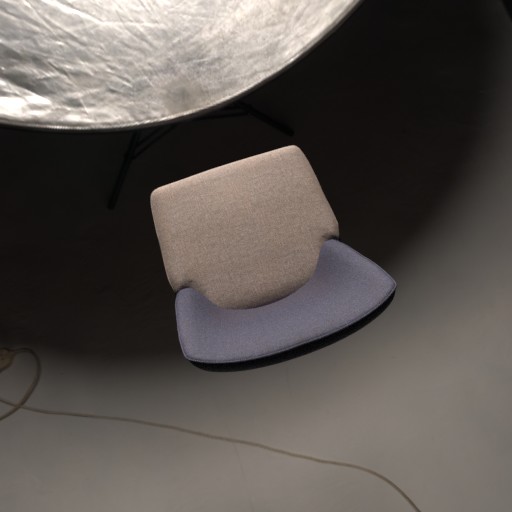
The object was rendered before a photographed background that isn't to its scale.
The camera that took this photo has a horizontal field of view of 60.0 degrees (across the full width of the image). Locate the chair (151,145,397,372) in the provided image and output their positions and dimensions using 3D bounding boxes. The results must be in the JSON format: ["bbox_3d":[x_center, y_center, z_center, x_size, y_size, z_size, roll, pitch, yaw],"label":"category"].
[{"bbox_3d":[0.000,0.000,1.187,0.480,0.839,0.551,-19,77,-4],"label":"chair"}]
